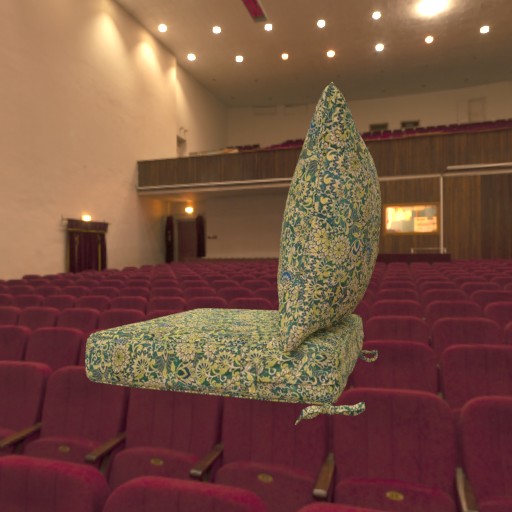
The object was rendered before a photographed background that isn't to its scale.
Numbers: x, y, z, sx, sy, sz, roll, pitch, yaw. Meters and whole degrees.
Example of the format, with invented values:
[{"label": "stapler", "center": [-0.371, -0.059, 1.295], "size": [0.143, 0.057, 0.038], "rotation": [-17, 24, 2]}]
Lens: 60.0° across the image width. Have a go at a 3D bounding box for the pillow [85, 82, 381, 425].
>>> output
[{"label": "pillow", "center": [0.000, 0.000, 1.357], "size": [0.740, 0.722, 0.798], "rotation": [0, -1, 18]}]
